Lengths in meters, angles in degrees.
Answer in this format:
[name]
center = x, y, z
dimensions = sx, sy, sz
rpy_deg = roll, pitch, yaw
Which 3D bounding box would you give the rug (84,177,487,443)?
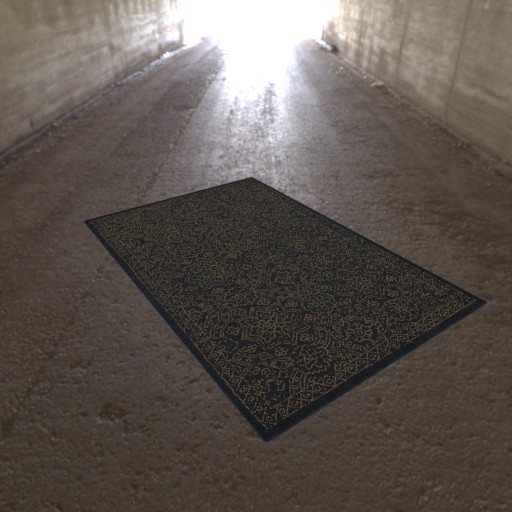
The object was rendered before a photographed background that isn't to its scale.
[rug]
center = 0.000, 0.000, 2.295
dimensions = 1.219, 0.010, 1.829
rpy_deg = -20, 37, -29
